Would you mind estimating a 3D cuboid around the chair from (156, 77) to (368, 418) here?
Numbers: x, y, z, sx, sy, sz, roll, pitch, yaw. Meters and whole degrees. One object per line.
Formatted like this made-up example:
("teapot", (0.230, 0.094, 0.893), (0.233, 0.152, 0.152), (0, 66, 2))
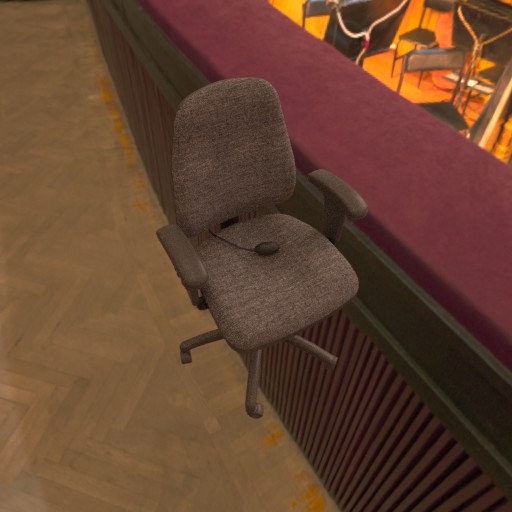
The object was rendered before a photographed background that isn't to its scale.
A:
("chair", (0.000, 0.000, 1.276), (0.550, 0.910, 0.530), (-23, 52, -20))
